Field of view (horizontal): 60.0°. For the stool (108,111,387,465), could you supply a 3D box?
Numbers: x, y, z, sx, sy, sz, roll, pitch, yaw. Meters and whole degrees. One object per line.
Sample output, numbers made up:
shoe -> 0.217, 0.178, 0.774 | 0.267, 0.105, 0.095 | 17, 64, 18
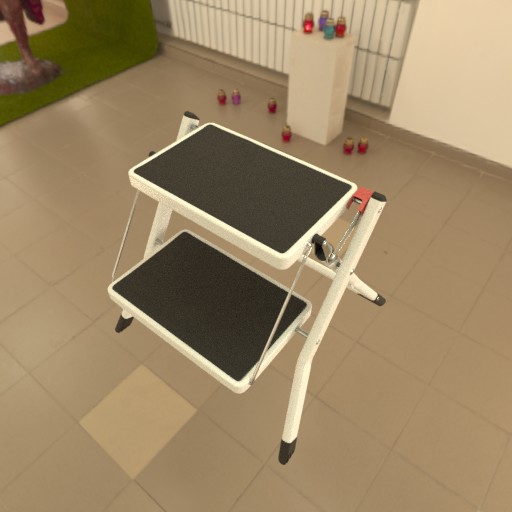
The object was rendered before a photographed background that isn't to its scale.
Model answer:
stool -> 0.000, 0.000, 0.879 | 0.485, 0.445, 0.490 | 30, 53, 25
